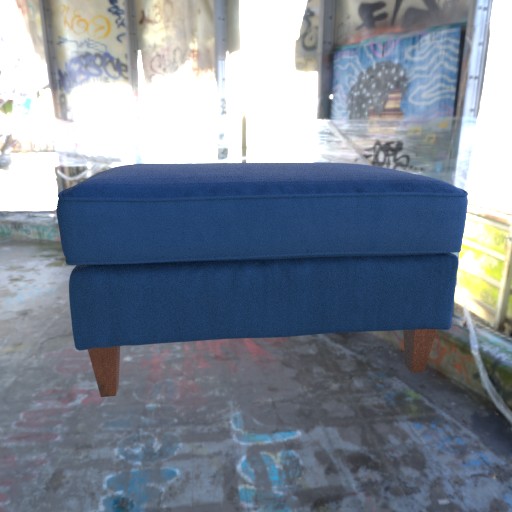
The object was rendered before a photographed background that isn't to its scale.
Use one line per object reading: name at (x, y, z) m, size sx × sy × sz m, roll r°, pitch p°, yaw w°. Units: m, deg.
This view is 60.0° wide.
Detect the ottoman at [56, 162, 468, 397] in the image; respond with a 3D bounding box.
ottoman at (0.000, 0.000, 1.194) m, size 0.862 × 0.484 × 0.583 m, roll -2°, pitch 16°, yaw -8°
